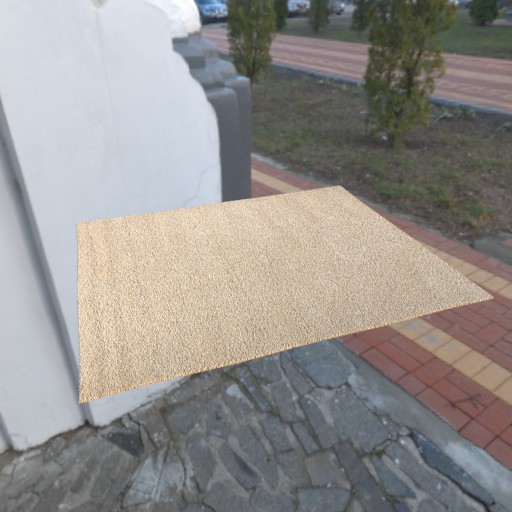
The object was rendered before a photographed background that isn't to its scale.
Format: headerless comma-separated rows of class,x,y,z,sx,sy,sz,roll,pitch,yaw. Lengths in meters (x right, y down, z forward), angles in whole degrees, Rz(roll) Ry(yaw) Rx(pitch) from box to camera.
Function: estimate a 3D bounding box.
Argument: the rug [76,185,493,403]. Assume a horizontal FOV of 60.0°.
rug,0.000,0.000,3.931,3.000,0.026,2.400,-10,32,-17
